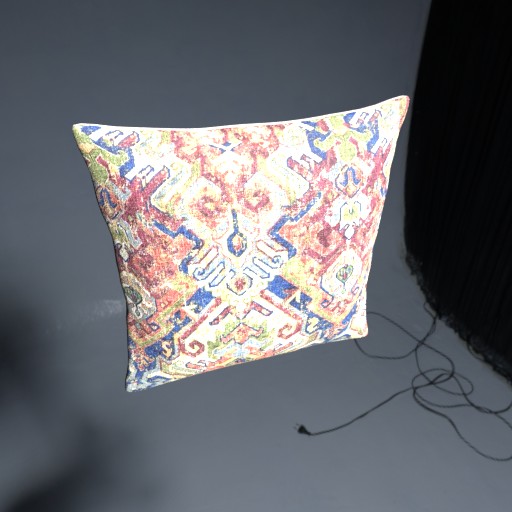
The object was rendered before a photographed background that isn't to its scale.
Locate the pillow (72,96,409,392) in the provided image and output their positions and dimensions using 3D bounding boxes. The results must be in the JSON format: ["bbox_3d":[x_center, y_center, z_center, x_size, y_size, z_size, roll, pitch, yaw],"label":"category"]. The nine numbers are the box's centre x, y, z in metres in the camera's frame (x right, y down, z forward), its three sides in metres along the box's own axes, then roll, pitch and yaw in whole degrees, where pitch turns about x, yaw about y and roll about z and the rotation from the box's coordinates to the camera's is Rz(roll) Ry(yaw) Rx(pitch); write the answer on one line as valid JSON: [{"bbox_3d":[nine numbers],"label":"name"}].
[{"bbox_3d":[0.000,0.000,0.780,0.523,0.506,0.166,-10,34,-15],"label":"pillow"}]
